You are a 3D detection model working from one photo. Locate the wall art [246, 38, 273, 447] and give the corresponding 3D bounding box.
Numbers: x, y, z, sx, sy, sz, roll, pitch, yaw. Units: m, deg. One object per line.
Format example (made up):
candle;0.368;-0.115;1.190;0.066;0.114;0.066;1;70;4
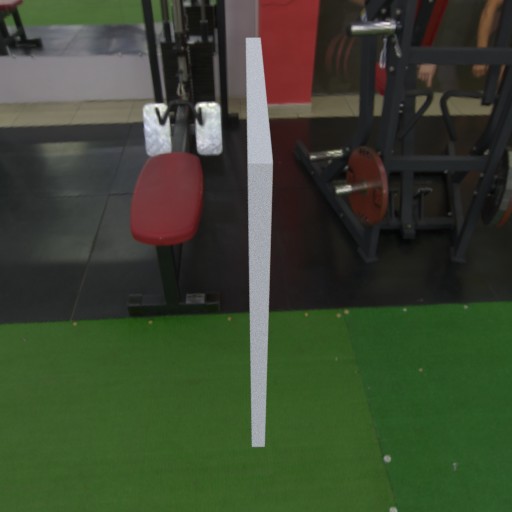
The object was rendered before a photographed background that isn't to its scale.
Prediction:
wall art;0.000;0.000;1.184;0.037;0.916;0.610;-1;42;-1
